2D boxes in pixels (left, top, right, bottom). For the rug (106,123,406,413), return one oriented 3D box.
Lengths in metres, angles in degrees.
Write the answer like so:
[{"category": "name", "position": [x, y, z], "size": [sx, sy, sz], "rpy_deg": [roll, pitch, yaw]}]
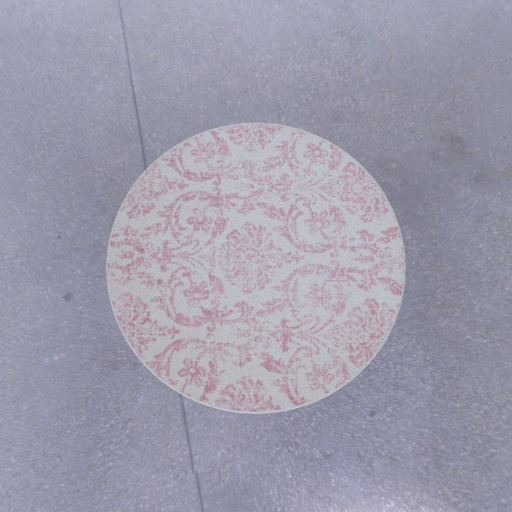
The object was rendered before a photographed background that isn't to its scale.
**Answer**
[{"category": "rug", "position": [0.000, 0.000, 2.367], "size": [1.593, 0.012, 1.593], "rpy_deg": [0, 76, 0]}]
